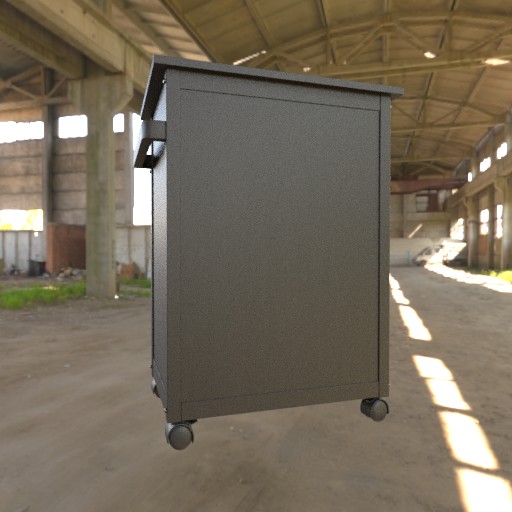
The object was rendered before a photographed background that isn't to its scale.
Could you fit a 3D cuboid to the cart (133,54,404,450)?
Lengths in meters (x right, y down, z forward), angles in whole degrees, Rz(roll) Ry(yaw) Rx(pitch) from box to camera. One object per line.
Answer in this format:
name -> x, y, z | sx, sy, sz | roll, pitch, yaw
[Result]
cart -> 0.000, 0.000, 1.274 | 0.660, 0.879, 0.456 | 0, 1, -18
